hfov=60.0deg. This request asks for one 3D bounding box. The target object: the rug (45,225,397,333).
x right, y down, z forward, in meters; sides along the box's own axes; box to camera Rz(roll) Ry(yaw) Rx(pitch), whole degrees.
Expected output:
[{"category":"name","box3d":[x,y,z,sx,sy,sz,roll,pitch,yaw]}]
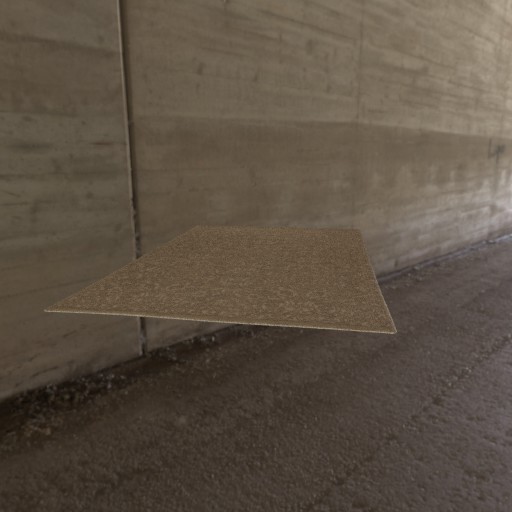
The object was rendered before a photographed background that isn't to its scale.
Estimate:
[{"category":"rug","box3d":[0.000,0.000,3.026,1.529,0.012,2.435,2,13,9]}]
